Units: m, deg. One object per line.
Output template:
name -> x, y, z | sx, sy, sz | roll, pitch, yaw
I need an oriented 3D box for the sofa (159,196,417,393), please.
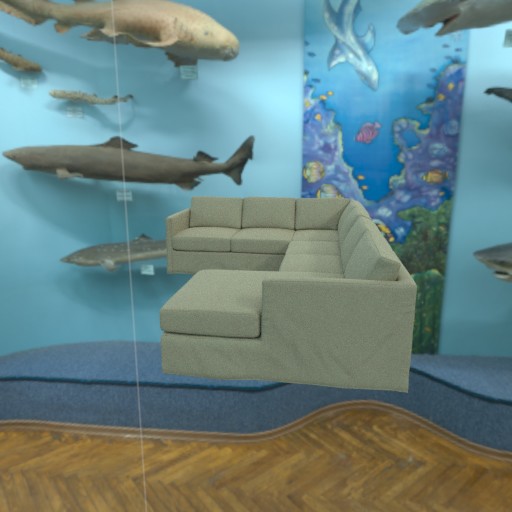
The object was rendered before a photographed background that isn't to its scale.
sofa -> 0.000, 0.000, 4.444 | 2.427, 0.882, 3.460 | 2, 13, 8
